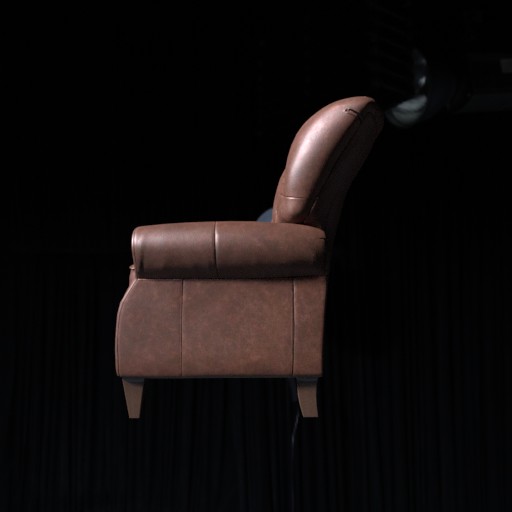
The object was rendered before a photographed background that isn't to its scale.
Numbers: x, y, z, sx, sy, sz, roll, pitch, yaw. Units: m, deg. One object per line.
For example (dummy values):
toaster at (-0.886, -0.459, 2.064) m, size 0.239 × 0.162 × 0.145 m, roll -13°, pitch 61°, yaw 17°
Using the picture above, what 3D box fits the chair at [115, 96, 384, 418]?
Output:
chair at (0.000, 0.000, 1.949) m, size 1.031 × 1.162 × 0.979 m, roll 0°, pitch -1°, yaw -1°
